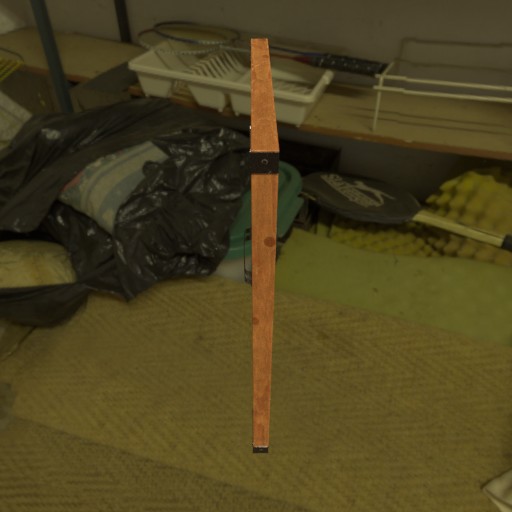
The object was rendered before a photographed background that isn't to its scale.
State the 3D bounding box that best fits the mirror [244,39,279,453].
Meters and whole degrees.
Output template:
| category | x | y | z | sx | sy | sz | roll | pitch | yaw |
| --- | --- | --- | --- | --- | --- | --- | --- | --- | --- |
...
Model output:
| category | x | y | z | sx | sy | sz | roll | pitch | yaw |
| --- | --- | --- | --- | --- | --- | --- | --- | --- | --- |
| mirror | 0.000 | 0.000 | 0.978 | 0.053 | 0.761 | 0.517 | 0 | 40 | 0 |
